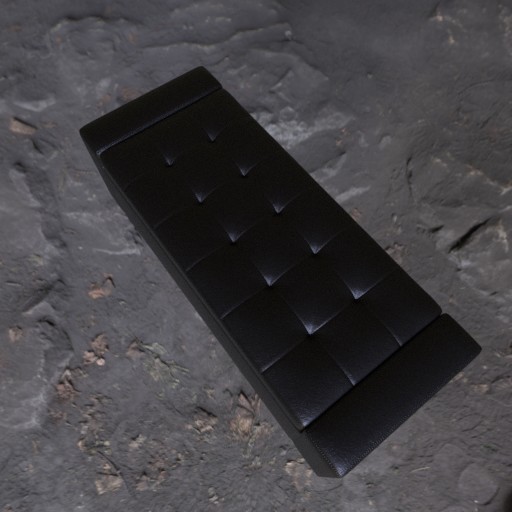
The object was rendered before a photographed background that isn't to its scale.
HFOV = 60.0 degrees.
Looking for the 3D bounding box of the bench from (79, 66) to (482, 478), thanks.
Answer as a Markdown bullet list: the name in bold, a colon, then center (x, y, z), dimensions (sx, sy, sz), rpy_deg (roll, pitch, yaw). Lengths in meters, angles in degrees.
- **bench**: center (0.000, 0.000, 1.480), dimensions (0.508, 0.445, 1.296), rpy_deg (-34, 69, -15)
